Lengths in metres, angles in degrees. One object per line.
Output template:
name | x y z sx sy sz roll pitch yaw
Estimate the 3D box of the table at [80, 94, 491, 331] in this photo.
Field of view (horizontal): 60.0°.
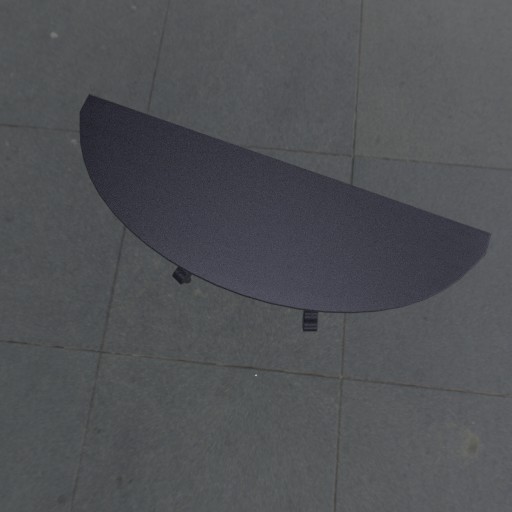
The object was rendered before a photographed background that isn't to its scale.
table | 0.000 0.000 1.526 1.198 0.692 0.394 20 76 5
